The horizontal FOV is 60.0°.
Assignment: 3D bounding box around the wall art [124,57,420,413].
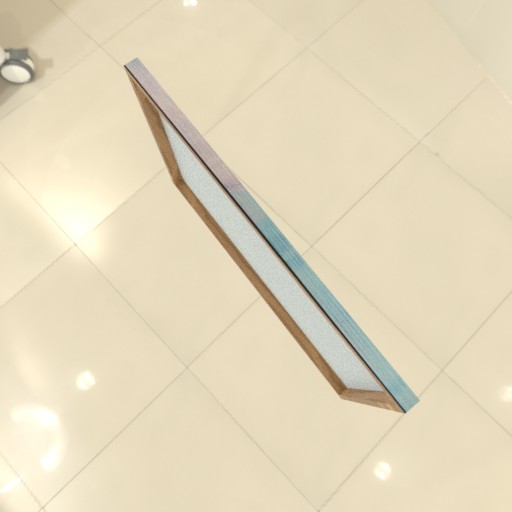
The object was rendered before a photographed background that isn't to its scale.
[{"bbox_3d":[0.000,0.000,1.171,0.037,0.605,0.911,-36,78,-9],"label":"wall art"}]
